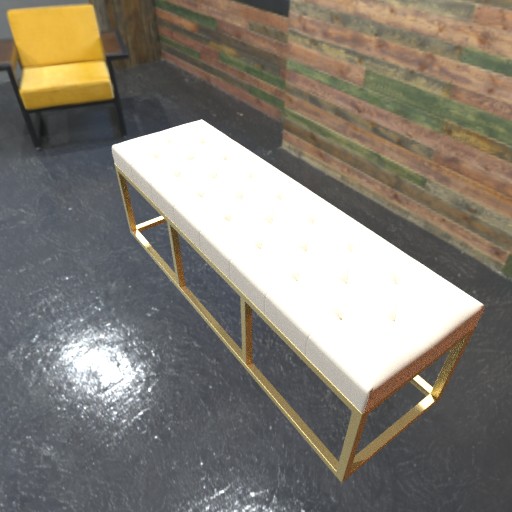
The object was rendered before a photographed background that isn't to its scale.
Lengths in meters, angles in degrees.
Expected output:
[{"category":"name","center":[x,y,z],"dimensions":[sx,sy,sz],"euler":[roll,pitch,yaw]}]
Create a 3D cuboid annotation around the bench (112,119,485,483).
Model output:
[{"category":"bench","center":[0.000,0.000,1.675],"dimensions":[0.457,0.484,1.473],"euler":[-26,47,-27]}]
